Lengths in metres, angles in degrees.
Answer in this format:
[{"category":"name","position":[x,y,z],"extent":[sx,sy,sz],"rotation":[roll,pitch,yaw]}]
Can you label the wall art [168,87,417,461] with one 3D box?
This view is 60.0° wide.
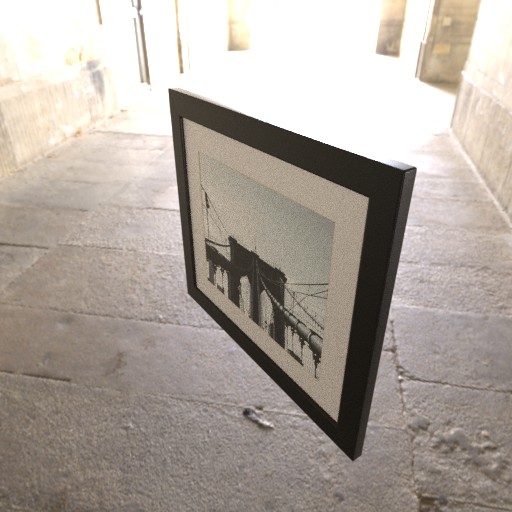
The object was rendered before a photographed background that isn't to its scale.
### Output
[{"category":"wall art","position":[0.000,0.000,0.727],"extent":[0.018,0.450,0.521],"rotation":[-20,36,-30]}]
